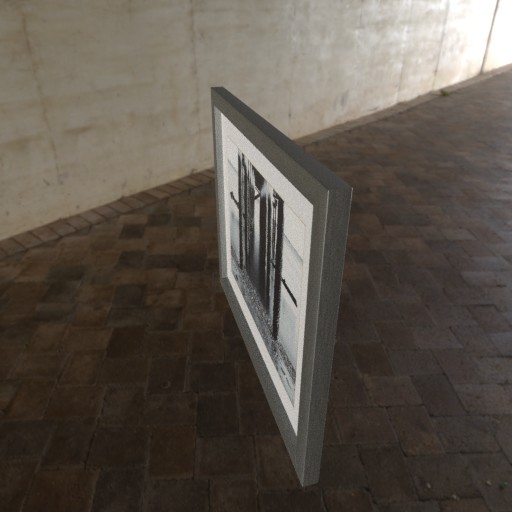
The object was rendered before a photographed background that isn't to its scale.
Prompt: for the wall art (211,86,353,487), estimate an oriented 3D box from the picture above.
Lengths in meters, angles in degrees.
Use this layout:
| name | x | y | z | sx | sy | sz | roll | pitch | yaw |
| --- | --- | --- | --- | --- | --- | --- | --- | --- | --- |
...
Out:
| name | x | y | z | sx | sy | sz | roll | pitch | yaw |
| --- | --- | --- | --- | --- | --- | --- | --- | --- | --- |
| wall art | 0.000 | 0.000 | 0.756 | 0.028 | 0.457 | 0.556 | -8 | 31 | -14 |
